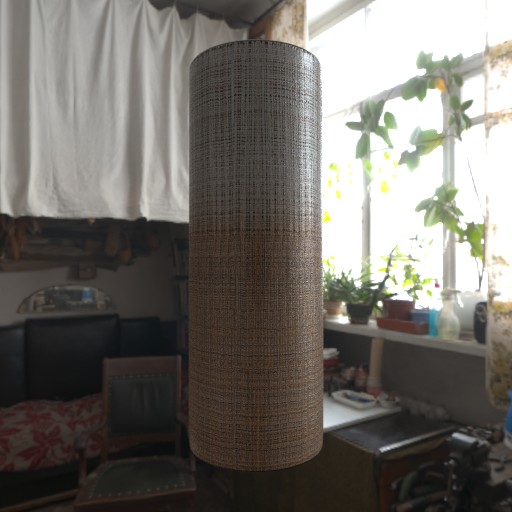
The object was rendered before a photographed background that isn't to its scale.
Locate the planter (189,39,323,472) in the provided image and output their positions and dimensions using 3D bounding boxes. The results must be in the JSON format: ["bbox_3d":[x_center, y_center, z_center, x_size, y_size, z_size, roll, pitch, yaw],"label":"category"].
[{"bbox_3d":[0.000,0.000,0.331,0.099,0.278,0.099,0,-1,18],"label":"planter"}]
